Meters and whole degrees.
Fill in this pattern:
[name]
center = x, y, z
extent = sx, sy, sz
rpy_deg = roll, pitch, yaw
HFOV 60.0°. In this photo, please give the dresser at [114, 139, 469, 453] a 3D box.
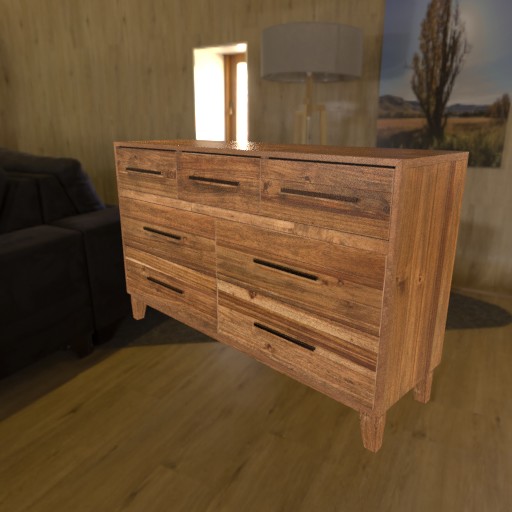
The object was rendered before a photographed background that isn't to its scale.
[dresser]
center = 0.000, 0.000, 1.806
extent = 1.400, 0.873, 0.446
rpy_deg = 16, 23, 42
